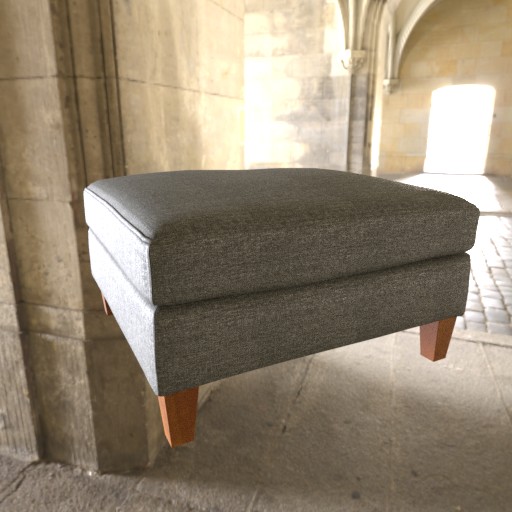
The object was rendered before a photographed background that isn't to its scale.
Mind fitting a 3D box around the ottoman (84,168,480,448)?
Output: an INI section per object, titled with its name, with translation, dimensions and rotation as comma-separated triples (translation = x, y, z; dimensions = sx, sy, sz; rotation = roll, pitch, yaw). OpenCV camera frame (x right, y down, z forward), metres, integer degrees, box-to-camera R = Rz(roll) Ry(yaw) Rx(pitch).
[ottoman]
translation = 0.000, 0.000, 1.293
dimensions = 0.838, 0.481, 0.838
rotation = -8, 18, -26
